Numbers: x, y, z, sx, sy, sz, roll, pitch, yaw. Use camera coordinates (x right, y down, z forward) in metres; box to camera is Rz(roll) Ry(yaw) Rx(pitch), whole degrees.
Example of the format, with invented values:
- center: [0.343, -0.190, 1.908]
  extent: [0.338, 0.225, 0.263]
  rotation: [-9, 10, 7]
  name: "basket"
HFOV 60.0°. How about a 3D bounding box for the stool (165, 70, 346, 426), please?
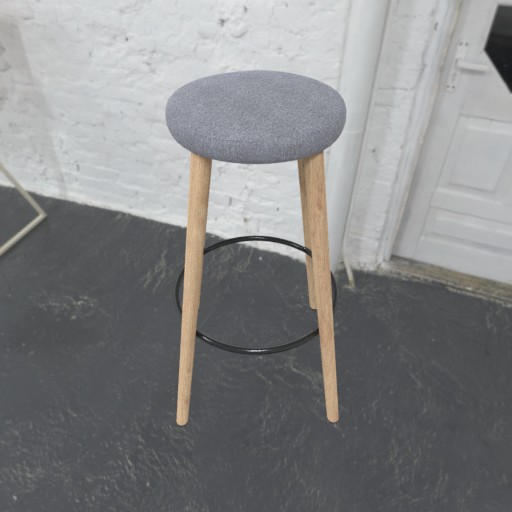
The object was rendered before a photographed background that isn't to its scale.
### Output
- center: [0.000, 0.000, 1.018]
  extent: [0.410, 0.770, 0.410]
  rotation: [-1, 41, -1]
  name: "stool"
